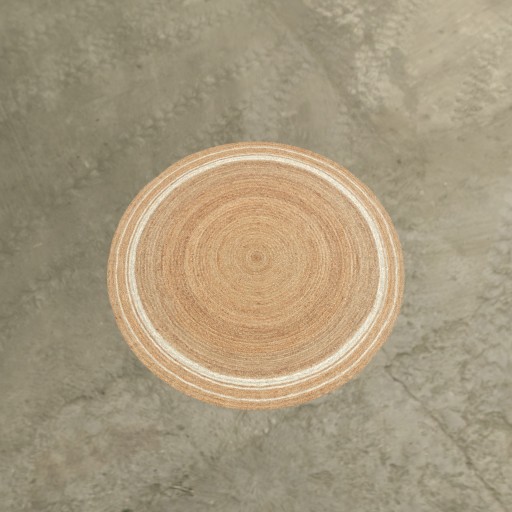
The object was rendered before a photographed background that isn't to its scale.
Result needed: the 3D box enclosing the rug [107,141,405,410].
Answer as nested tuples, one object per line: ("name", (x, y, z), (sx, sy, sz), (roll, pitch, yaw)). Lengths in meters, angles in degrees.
("rug", (0.000, 0.000, 3.685), (2.444, 0.015, 2.444), (0, 63, 0))
